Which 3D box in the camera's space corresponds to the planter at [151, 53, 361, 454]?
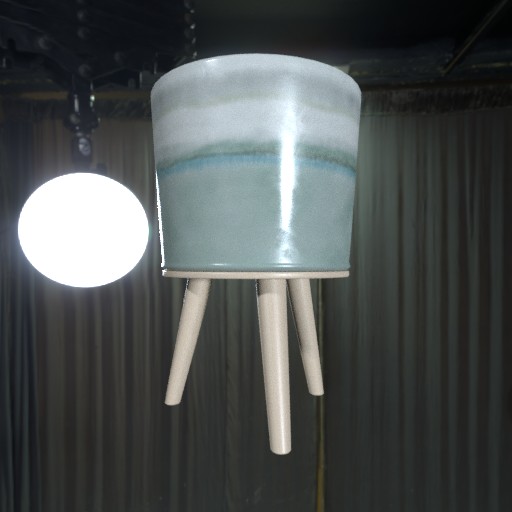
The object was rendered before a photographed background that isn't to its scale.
[{"bbox_3d":[0.000,0.000,0.570,0.265,0.404,0.265,0,-1,1],"label":"planter"}]
